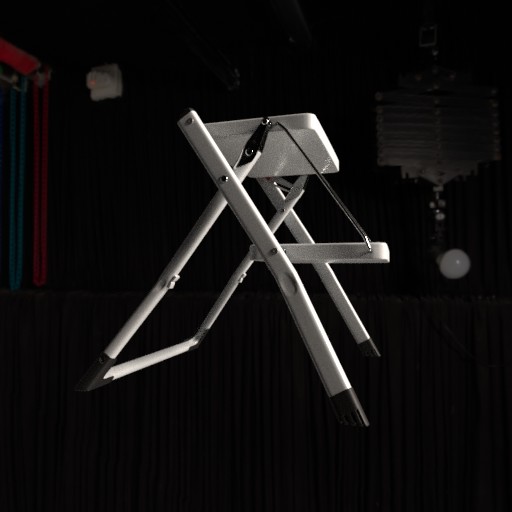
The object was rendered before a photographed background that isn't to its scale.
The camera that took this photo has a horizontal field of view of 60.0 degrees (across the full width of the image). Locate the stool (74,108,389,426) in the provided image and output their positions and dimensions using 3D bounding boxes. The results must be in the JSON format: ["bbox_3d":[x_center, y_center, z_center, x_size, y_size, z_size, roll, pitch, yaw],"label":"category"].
[{"bbox_3d":[0.000,0.000,0.855,0.490,0.445,0.485,-1,-2,17],"label":"stool"}]
